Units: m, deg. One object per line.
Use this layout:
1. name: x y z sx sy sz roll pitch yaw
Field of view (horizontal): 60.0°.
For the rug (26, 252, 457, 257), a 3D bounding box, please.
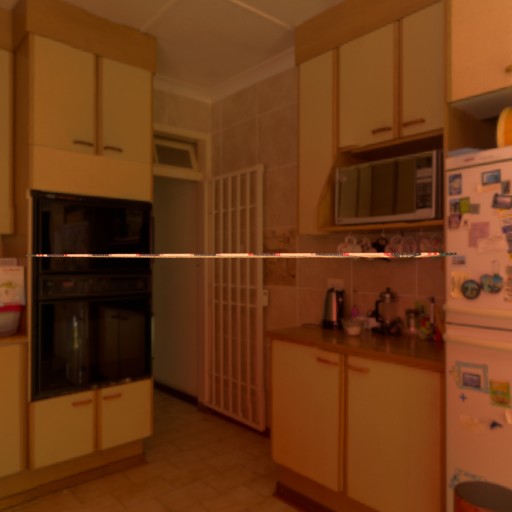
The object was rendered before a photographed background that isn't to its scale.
1. rug: 0.000 0.000 2.328 1.825 0.009 1.221 0 -1 18
